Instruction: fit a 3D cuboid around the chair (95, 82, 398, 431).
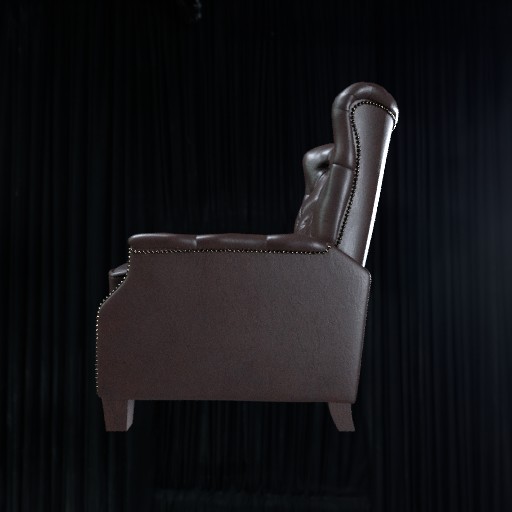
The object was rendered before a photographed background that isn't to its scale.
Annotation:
[{"bbox_3d":[0.000,0.000,1.426,0.823,0.864,0.709,0,1,0],"label":"chair"}]
